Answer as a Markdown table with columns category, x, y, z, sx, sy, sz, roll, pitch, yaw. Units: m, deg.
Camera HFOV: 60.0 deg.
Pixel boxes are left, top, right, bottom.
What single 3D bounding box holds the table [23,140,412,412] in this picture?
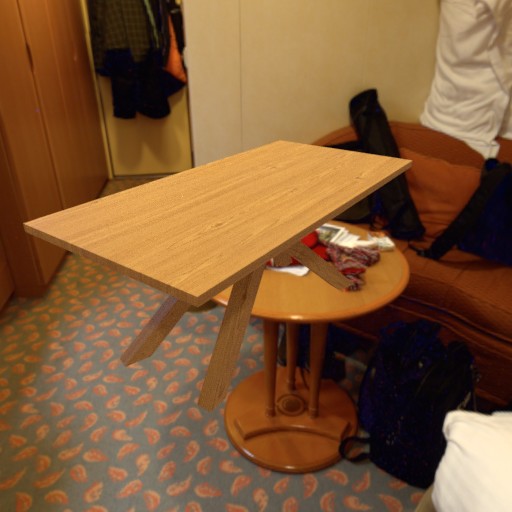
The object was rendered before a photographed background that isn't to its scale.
| category | x | y | z | sx | sy | sz | roll | pitch | yaw |
| --- | --- | --- | --- | --- | --- | --- | --- | --- | --- |
| table | 0.000 | 0.000 | 2.278 | 0.901 | 0.750 | 1.797 | 18 | 32 | 32 |
